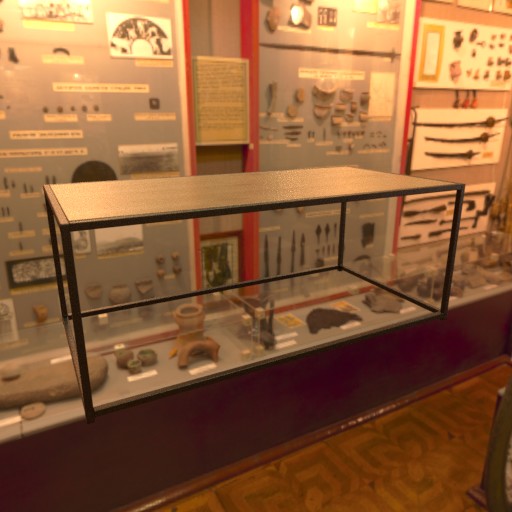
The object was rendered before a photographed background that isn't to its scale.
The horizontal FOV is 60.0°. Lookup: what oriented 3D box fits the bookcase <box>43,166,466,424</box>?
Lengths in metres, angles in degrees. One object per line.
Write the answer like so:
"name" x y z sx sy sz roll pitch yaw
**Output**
"bookcase" 0.000 0.000 1.231 1.000 0.400 0.500 -9 20 -26
